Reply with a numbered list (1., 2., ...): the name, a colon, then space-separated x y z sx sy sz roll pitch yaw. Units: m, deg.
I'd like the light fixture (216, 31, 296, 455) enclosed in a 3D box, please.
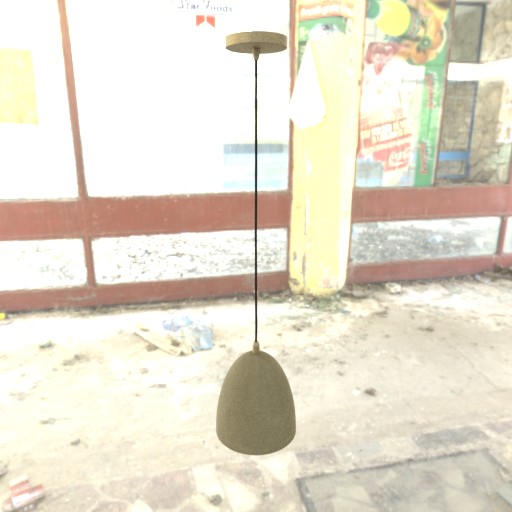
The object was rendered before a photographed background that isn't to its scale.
1. light fixture: 0.000 0.000 0.844 0.170 0.759 0.170 2 16 8
